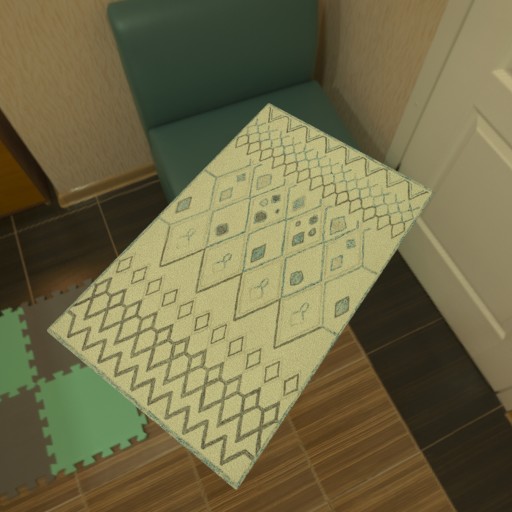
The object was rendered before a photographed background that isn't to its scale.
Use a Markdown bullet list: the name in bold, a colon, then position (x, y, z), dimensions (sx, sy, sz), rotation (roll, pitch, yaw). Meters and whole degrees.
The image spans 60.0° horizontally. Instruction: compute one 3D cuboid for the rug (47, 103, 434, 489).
- **rug**: position (0.000, 0.000, 3.064), dimensions (1.524, 0.015, 2.439), rotation (33, 68, 15)
